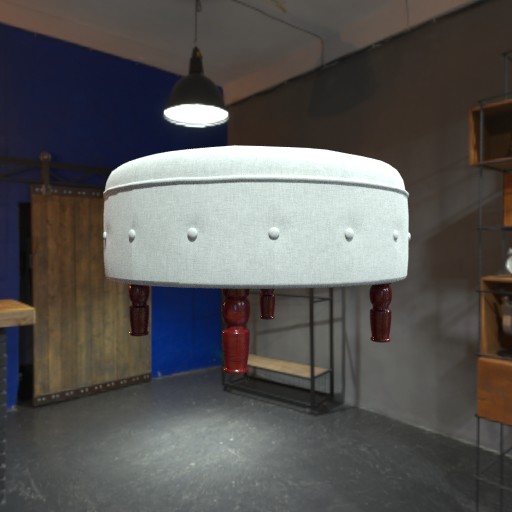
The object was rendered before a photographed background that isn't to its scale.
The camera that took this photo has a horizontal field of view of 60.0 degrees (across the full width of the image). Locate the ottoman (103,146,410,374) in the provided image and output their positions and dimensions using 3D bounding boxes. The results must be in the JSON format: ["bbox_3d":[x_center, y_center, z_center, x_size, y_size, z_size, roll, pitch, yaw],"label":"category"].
[{"bbox_3d":[0.000,0.000,1.305,0.850,0.483,0.850,0,1,0],"label":"ottoman"}]
